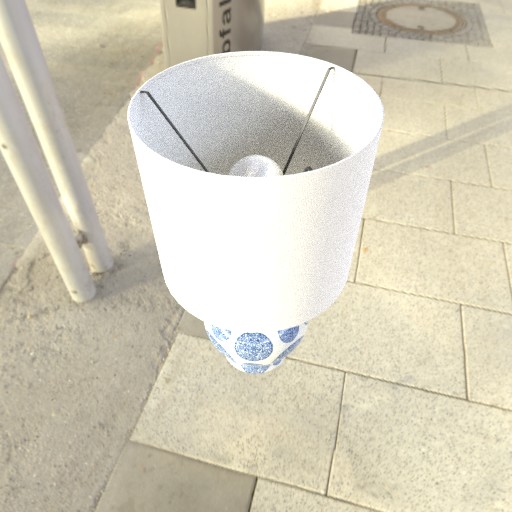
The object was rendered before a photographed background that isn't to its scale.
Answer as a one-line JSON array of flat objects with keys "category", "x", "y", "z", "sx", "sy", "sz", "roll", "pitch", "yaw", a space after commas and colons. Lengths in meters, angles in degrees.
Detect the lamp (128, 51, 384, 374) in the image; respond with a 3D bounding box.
[{"category": "lamp", "x": 0.000, "y": 0.000, "z": 0.516, "sx": 0.215, "sy": 0.381, "sz": 0.215, "roll": 9, "pitch": 47, "yaw": 9}]
